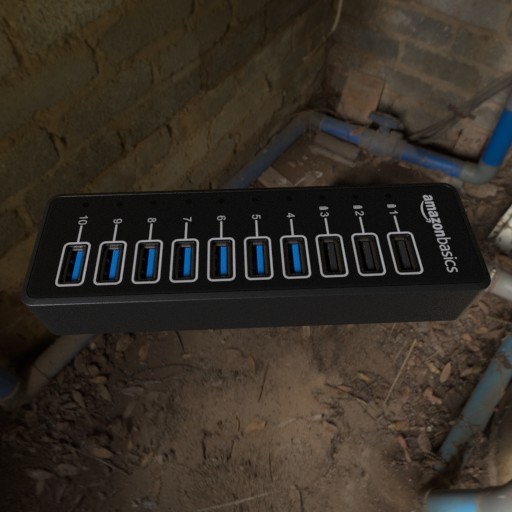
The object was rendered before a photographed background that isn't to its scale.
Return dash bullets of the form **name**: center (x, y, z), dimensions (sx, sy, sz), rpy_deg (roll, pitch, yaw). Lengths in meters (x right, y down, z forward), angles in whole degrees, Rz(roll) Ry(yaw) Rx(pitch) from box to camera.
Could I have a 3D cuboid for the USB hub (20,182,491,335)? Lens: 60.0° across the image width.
- **USB hub**: center (0.000, 0.000, 0.155), dimensions (0.145, 0.023, 0.044), rpy_deg (-2, 57, -1)
